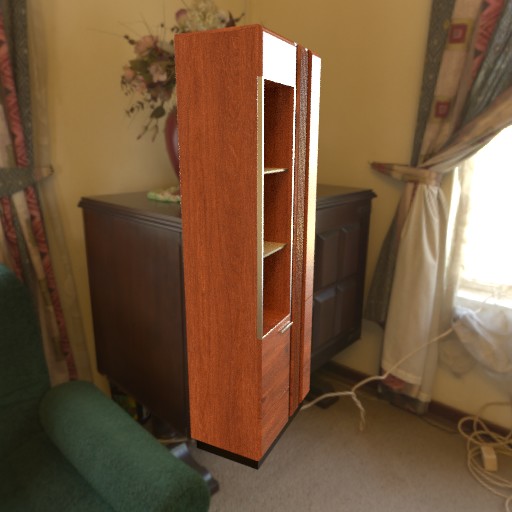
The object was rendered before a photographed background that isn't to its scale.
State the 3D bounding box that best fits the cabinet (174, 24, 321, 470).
[{"bbox_3d":[0.000,0.000,2.259,0.420,1.980,0.660,7,16,26],"label":"cabinet"}]
